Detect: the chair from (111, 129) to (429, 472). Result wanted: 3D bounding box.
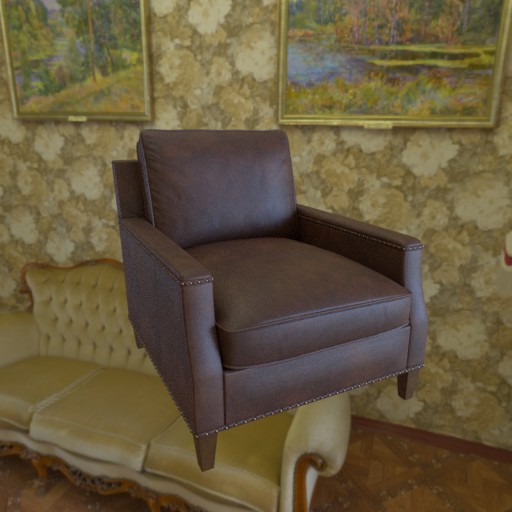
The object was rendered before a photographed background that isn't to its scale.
[{"bbox_3d":[0.000,0.000,1.684,0.853,0.929,1.014,-8,18,-26],"label":"chair"}]
